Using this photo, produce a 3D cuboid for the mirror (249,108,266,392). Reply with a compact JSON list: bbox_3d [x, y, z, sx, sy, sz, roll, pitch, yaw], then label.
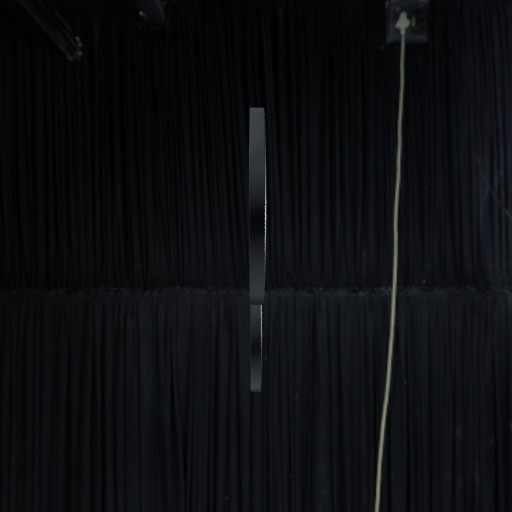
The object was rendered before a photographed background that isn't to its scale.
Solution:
[{"bbox_3d":[0.000,0.000,3.106,0.076,2.096,2.160,0,-1,0],"label":"mirror"}]
